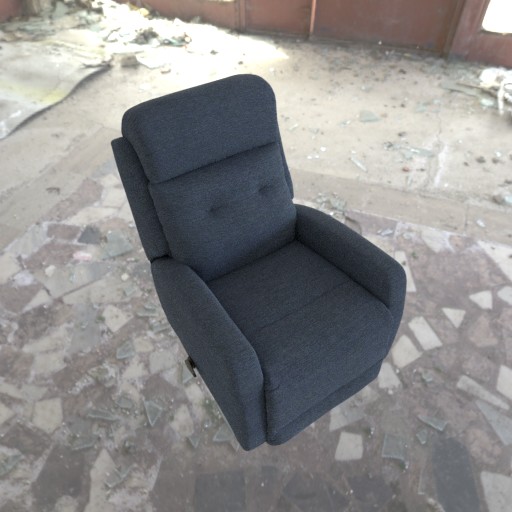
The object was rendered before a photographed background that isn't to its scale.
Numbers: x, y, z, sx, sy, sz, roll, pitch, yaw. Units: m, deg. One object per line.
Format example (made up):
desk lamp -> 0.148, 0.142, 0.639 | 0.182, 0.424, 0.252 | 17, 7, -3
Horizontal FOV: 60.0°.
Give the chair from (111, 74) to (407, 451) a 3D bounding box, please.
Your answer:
chair -> 0.000, 0.000, 1.714 | 0.798, 1.013, 1.043 | -25, 51, -22
